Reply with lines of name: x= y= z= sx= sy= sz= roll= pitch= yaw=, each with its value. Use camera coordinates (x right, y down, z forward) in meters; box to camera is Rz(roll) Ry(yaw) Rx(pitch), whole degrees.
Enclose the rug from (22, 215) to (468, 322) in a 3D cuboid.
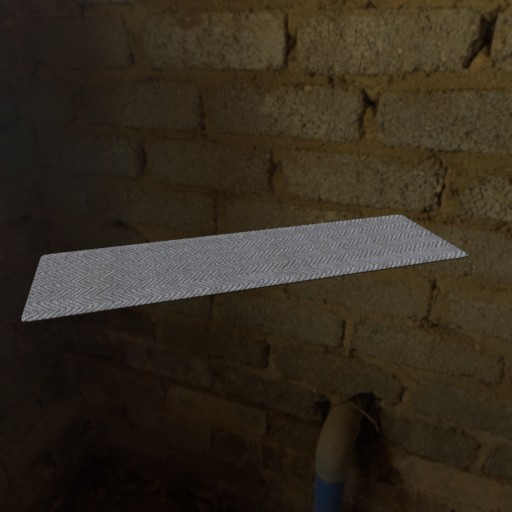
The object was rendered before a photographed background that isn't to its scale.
rug: x=0.000 y=0.000 z=2.466 sx=2.286 sy=0.008 sz=0.686 roll=-7 pitch=27 yaw=-15
